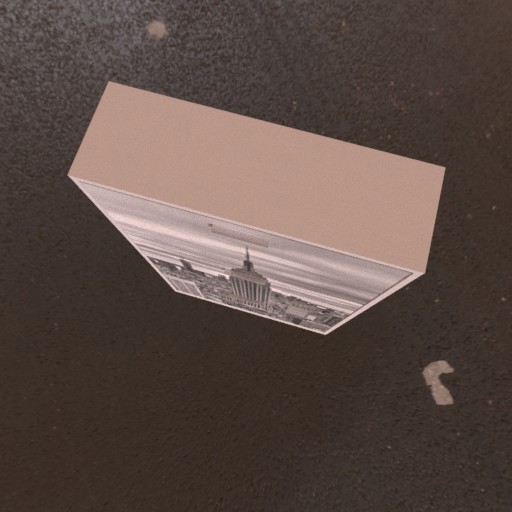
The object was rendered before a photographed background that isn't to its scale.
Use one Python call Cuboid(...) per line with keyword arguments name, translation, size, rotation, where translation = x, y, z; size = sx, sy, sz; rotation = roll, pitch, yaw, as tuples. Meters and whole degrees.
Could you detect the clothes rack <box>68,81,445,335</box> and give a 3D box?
Cuboid(name="clothes rack", translation=(0.000, 0.000, 1.536), size=(0.750, 1.280, 0.250), rotation=(16, 75, 4))
